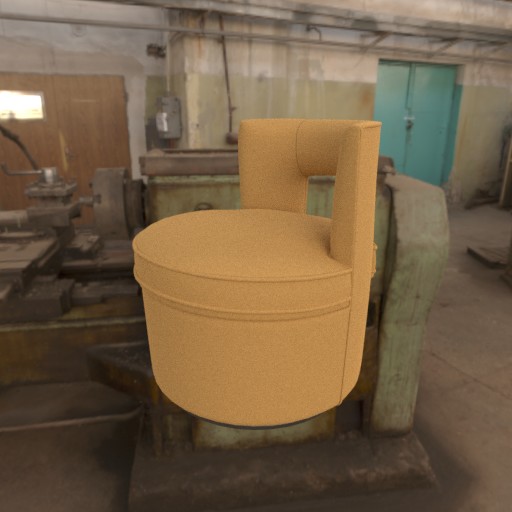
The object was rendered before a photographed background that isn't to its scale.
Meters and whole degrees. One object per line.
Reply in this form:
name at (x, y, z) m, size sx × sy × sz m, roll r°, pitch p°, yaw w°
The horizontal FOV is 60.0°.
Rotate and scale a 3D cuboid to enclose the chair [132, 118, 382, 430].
chair at (0.000, 0.000, 1.234) m, size 0.665 × 0.723 × 0.650 m, roll -9°, pitch 20°, yaw -24°
